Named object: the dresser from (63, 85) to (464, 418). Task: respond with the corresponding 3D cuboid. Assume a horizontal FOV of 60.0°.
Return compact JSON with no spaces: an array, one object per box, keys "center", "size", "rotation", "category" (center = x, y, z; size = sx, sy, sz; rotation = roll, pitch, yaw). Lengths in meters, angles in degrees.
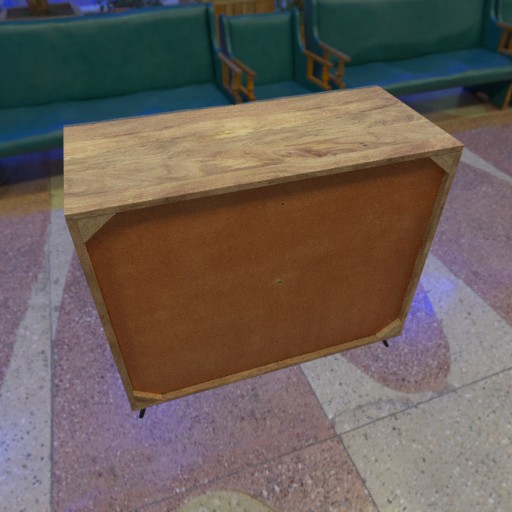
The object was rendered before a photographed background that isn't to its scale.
[{"center":[0.000,0.000,1.436],"size":[0.967,0.847,0.446],"rotation":[-12,43,-14],"category":"dresser"}]
